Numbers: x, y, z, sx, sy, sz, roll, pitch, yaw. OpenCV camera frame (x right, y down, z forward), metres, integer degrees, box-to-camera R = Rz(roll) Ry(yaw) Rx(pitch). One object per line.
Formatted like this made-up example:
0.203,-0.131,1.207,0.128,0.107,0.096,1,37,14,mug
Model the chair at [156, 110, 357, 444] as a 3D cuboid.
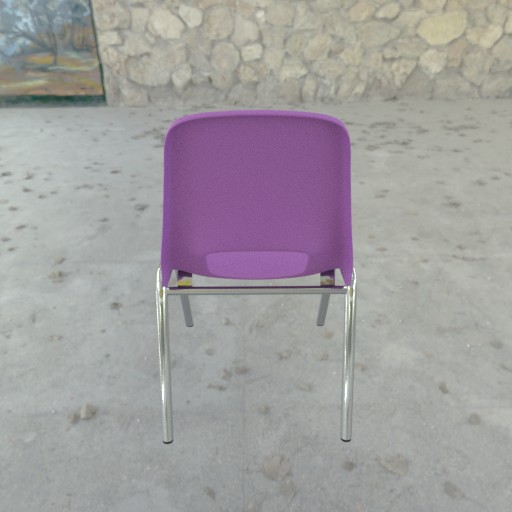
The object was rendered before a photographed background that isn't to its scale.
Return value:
0.000,0.000,0.688,0.291,0.493,0.301,0,29,-1,chair
